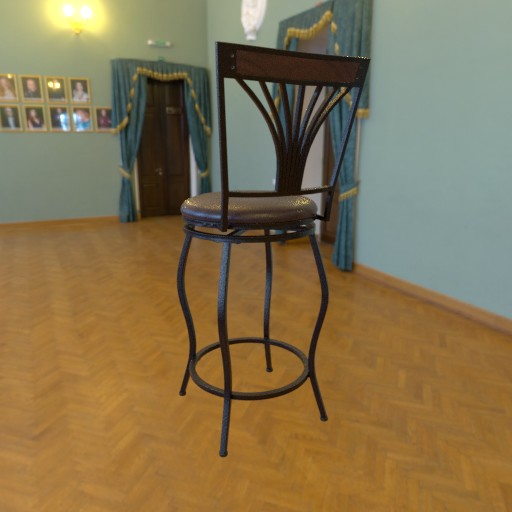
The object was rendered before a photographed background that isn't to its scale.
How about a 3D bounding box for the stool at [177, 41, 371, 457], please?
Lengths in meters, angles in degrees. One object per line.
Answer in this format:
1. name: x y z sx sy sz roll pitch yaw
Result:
1. stool: 0.000 0.000 1.386 0.433 1.117 0.514 -8 16 -27
